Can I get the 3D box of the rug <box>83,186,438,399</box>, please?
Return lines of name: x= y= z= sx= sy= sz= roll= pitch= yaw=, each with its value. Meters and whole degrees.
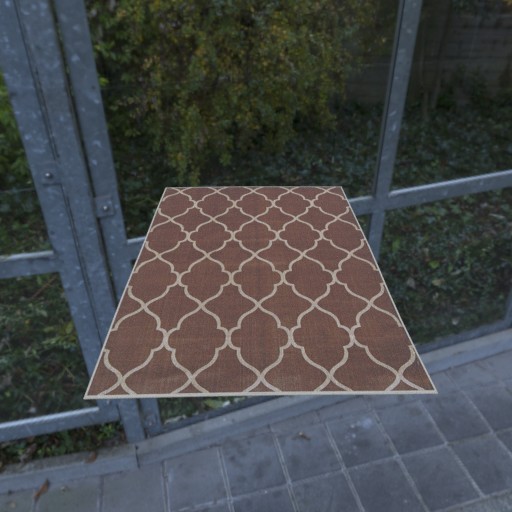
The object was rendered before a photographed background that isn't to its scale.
rug: x=0.000 y=0.000 z=2.868 sx=1.528 sy=0.014 sz=2.294 roll=-1 pitch=31 yaw=-1
